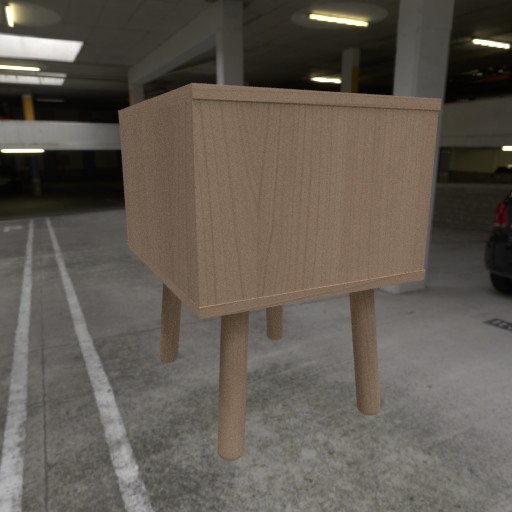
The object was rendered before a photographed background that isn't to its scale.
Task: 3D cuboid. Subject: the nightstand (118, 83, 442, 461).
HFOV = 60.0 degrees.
[{"bbox_3d":[0.000,0.000,0.823,0.380,0.530,0.450,-7,16,-26],"label":"nightstand"}]
